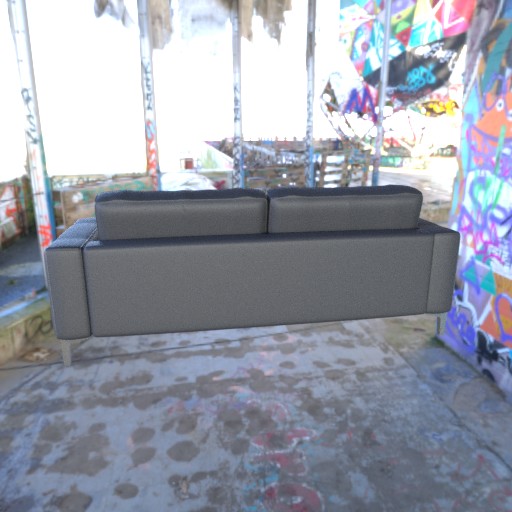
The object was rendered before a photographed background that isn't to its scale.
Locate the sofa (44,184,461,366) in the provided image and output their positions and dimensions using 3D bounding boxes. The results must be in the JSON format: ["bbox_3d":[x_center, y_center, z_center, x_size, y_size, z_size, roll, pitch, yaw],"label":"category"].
[{"bbox_3d":[0.000,0.000,2.769,2.275,0.893,0.833,-3,16,-9],"label":"sofa"}]
